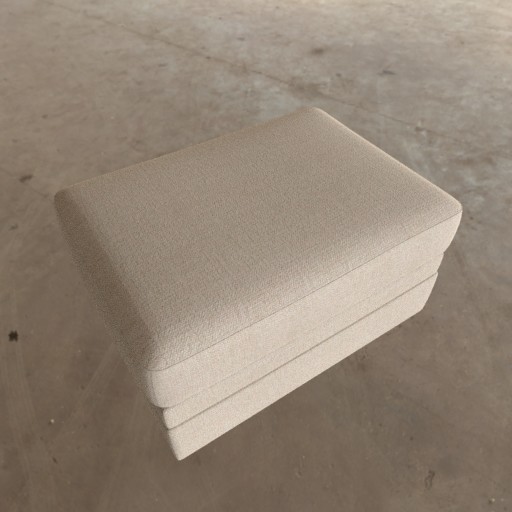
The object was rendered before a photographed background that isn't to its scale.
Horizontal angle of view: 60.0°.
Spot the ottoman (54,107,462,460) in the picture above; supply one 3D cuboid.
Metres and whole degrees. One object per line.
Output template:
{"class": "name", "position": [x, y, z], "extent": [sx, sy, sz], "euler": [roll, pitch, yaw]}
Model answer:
{"class": "ottoman", "position": [0.000, 0.000, 1.244], "extent": [0.885, 0.478, 0.637], "euler": [-25, 51, -22]}
